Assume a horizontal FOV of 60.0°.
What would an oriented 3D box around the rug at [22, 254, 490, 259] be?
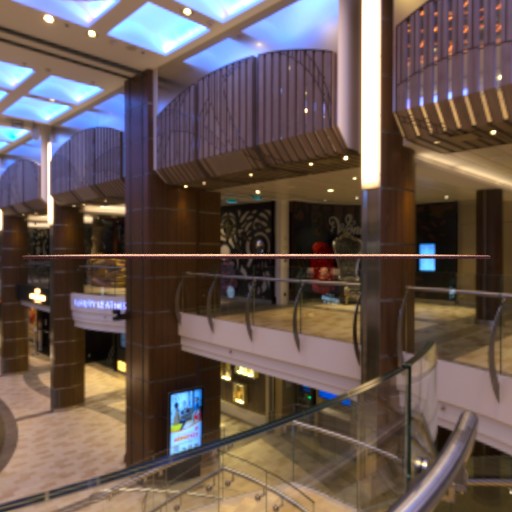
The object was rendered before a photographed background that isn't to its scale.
[{"bbox_3d":[0.000,0.000,5.848,4.578,0.033,3.033,0,0,-1],"label":"rug"}]
